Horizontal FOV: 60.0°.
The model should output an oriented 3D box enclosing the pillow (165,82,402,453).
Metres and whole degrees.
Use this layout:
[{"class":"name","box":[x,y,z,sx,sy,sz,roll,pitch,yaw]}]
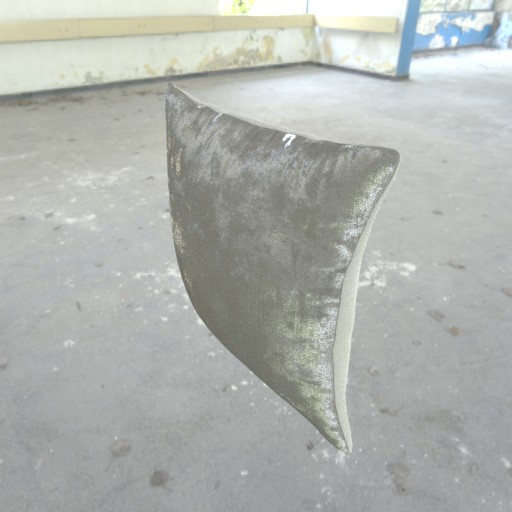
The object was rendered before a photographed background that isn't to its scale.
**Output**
[{"class":"pillow","box":[0.000,0.000,0.702,0.175,0.464,0.470,-21,36,-31]}]
